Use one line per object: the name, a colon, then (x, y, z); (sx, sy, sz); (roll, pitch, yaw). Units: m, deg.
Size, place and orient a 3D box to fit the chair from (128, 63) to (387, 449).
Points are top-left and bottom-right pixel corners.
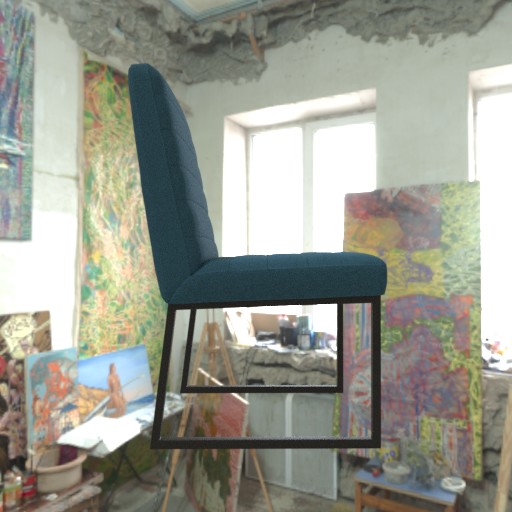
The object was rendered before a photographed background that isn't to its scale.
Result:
chair: (0.000, 0.000, 1.297); (0.634, 0.930, 0.520); (0, 0, 0)
